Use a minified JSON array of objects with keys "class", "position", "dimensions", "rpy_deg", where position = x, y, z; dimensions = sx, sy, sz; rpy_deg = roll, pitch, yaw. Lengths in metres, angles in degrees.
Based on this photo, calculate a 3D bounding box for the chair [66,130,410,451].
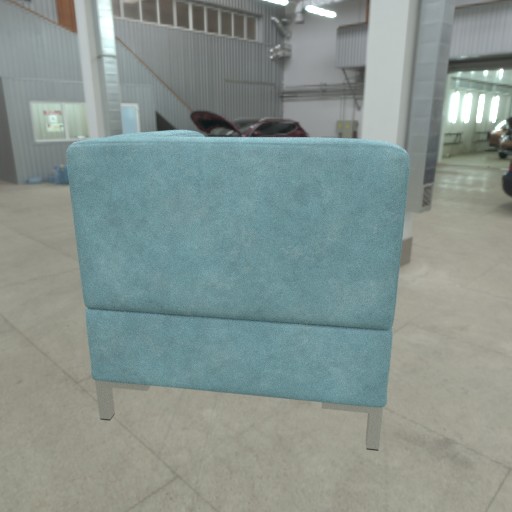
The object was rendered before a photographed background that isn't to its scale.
[{"class":"chair","position":[0.000,0.000,1.225],"dimensions":[0.691,0.660,0.684],"rpy_deg":[3,17,9]}]
